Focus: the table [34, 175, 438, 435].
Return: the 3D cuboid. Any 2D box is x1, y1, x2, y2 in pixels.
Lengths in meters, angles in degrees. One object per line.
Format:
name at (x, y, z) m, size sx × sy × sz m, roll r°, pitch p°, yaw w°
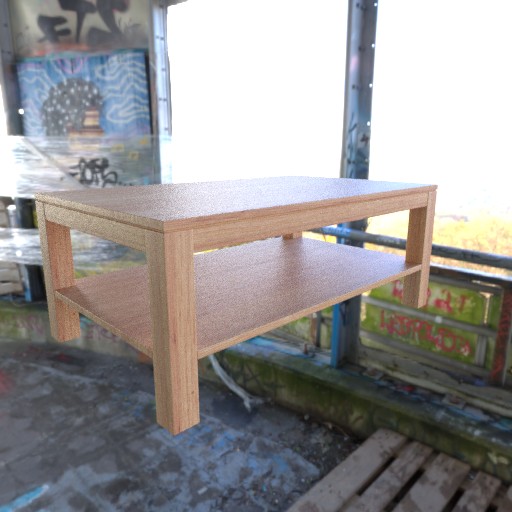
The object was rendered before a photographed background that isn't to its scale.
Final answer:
table at (0.000, 0.000, 1.503) m, size 1.146 × 0.457 × 0.695 m, roll -13°, pitch 19°, yaw -42°
